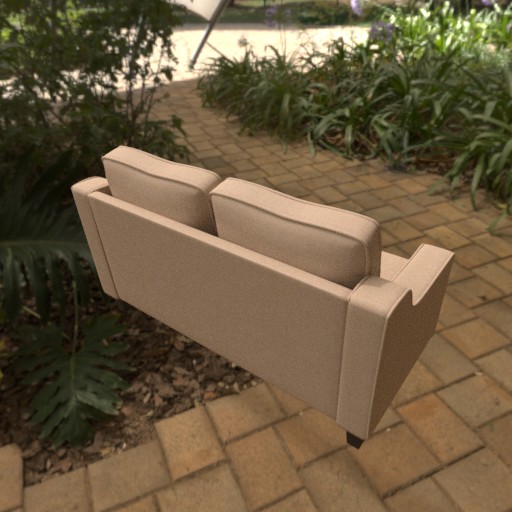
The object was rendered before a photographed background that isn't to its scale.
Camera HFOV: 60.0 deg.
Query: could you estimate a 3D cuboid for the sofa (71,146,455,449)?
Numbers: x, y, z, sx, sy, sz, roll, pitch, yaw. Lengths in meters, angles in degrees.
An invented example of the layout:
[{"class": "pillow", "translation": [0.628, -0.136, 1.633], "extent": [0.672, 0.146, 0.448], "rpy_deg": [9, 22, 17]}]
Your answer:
[{"class": "sofa", "translation": [0.000, 0.000, 3.448], "extent": [2.587, 1.562, 1.351], "rpy_deg": [21, 38, 31]}]
